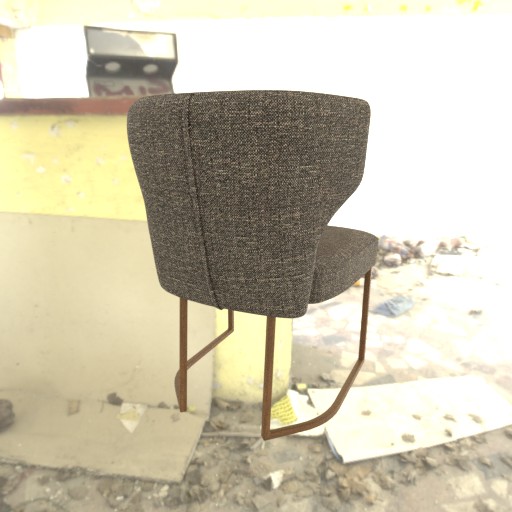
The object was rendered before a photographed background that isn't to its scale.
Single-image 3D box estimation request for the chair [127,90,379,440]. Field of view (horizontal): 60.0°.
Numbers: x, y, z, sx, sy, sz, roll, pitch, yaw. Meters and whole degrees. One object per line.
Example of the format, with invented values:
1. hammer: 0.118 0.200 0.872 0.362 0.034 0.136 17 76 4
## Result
1. chair: 0.000 0.000 1.224 0.611 0.824 0.617 8 18 25
